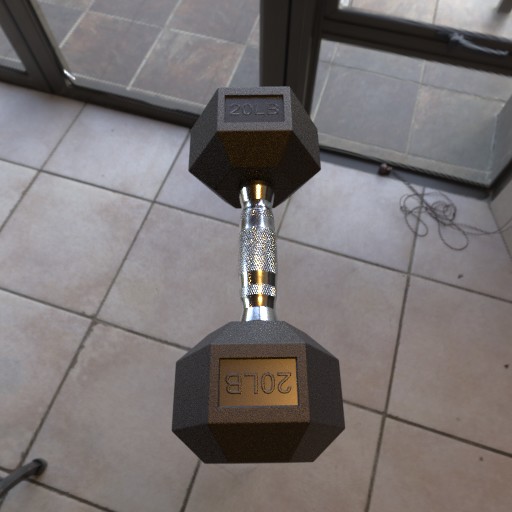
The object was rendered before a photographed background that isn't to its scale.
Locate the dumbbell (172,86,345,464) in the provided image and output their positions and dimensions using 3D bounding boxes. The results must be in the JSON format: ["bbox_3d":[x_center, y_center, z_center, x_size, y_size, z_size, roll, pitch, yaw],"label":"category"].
[{"bbox_3d":[0.000,0.000,0.321,0.106,0.092,0.272,-1,64,0],"label":"dumbbell"}]
